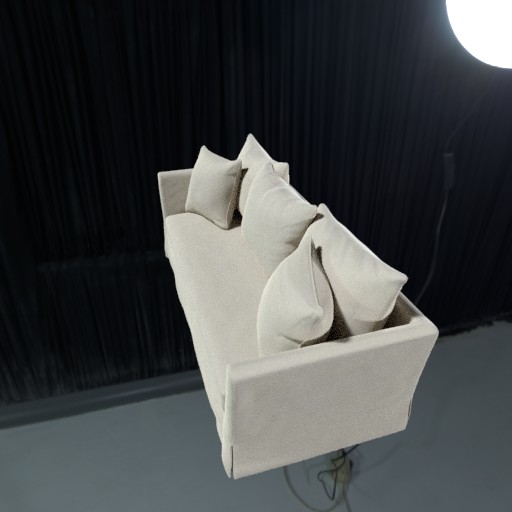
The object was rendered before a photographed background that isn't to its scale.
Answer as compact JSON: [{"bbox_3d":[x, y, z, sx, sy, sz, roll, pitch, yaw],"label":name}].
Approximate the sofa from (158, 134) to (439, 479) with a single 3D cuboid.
[{"bbox_3d":[0.000,0.000,3.013,1.046,1.047,2.499,-9,32,-15],"label":"sofa"}]
